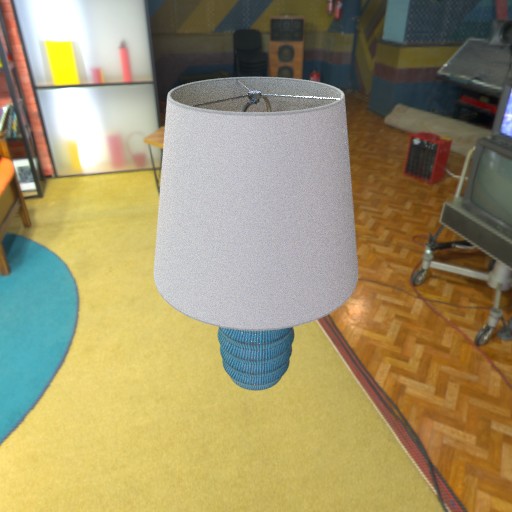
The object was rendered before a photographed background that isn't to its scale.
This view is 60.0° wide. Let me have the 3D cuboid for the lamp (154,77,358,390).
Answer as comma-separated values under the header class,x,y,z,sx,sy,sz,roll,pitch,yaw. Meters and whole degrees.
class,x,y,z,sx,sy,sz,roll,pitch,yaw
lamp,0.000,0.000,0.555,0.254,0.392,0.254,0,31,0
